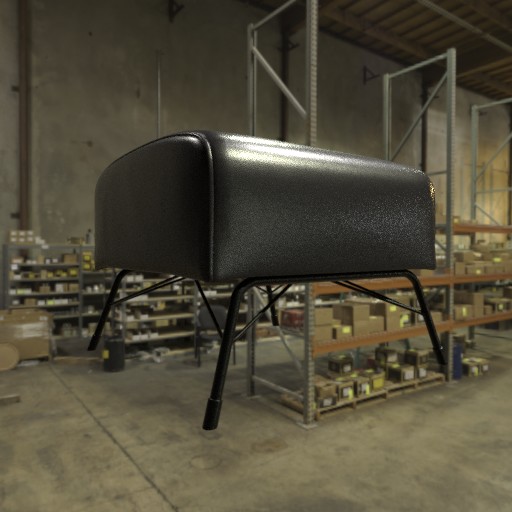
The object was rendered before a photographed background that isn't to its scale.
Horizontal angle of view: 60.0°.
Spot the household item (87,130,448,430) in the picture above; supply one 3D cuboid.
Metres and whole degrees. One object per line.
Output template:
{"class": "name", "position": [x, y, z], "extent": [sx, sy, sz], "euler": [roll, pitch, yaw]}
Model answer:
{"class": "household item", "position": [0.000, 0.000, 0.901], "extent": [0.530, 0.410, 0.530], "euler": [-1, 1, -36]}
